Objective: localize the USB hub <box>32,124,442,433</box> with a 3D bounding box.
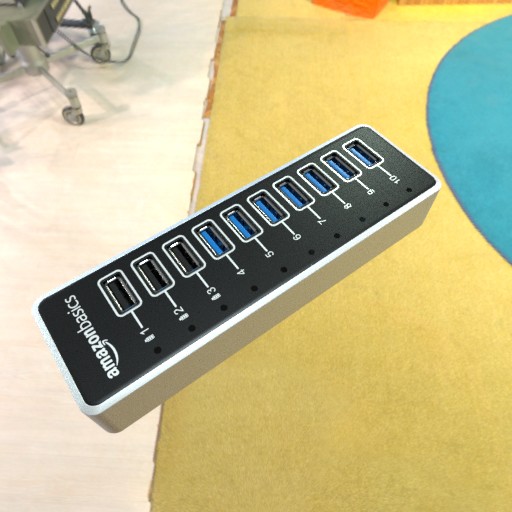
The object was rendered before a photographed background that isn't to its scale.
[{"bbox_3d":[0.000,0.000,0.161,0.145,0.023,0.044,-31,62,-19],"label":"USB hub"}]
